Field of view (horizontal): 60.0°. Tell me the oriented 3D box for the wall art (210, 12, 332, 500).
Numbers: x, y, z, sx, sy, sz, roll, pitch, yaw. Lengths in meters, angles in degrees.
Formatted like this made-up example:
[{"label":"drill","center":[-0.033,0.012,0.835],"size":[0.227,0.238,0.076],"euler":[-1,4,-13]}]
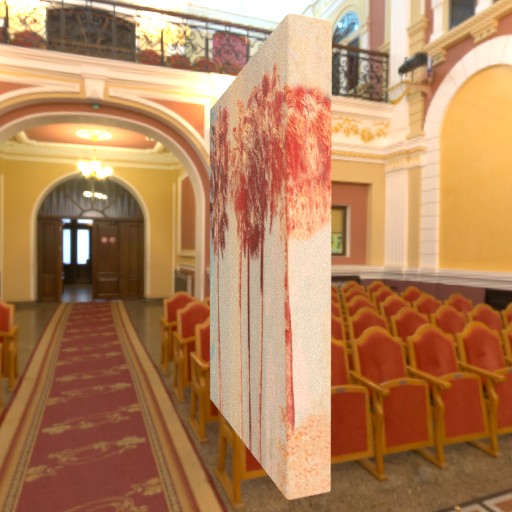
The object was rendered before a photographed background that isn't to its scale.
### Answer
[{"label":"wall art","center":[0.000,0.000,0.467],"size":[0.039,0.380,0.251],"euler":[0,1,-20]}]
